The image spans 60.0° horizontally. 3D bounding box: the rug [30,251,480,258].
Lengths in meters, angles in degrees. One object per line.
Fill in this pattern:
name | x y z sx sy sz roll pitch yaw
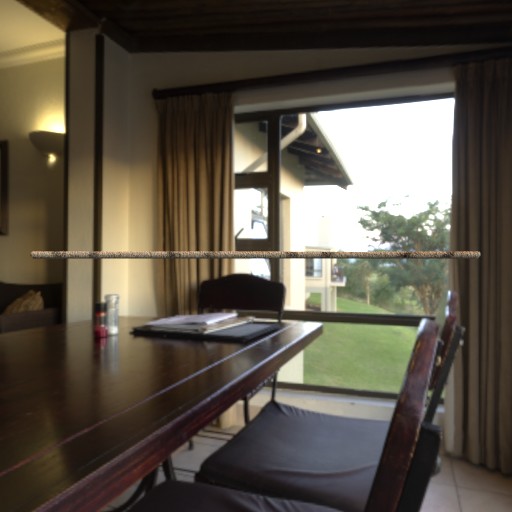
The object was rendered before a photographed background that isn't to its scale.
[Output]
rug | 0.000 0.000 2.162 1.600 0.025 1.200 0 0 1
